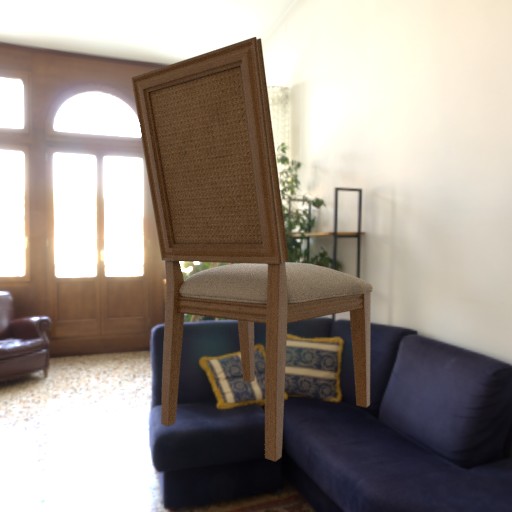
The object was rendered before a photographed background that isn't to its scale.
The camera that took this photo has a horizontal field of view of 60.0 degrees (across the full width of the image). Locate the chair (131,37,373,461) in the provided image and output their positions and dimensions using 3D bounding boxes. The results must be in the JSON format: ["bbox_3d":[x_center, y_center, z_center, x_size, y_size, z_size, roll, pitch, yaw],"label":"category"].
[{"bbox_3d":[0.000,0.000,1.348,0.536,0.988,0.601,1,2,35],"label":"chair"}]
